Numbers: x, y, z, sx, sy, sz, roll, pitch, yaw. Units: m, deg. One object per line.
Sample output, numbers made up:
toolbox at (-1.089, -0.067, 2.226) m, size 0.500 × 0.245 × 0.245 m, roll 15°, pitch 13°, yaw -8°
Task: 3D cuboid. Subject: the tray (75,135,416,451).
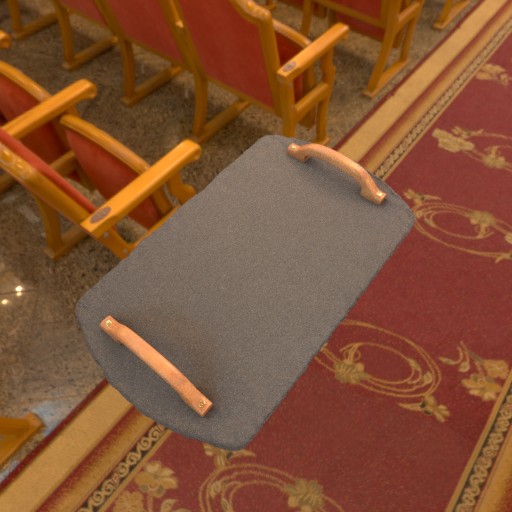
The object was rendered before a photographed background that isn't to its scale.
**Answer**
tray at (0.000, 0.000, 0.484) m, size 0.231 × 0.062 × 0.387 m, roll 34°, pitch 64°, yaw 19°
